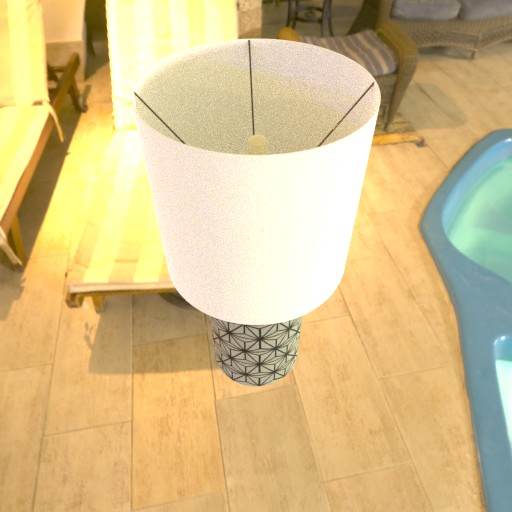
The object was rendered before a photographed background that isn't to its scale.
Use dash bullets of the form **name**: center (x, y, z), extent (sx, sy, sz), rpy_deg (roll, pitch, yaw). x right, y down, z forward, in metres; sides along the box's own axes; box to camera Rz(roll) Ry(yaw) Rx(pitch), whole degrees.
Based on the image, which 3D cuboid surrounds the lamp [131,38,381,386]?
- **lamp**: center (0.000, 0.000, 0.524), extent (0.206, 0.416, 0.206), rpy_deg (-4, 47, -3)
